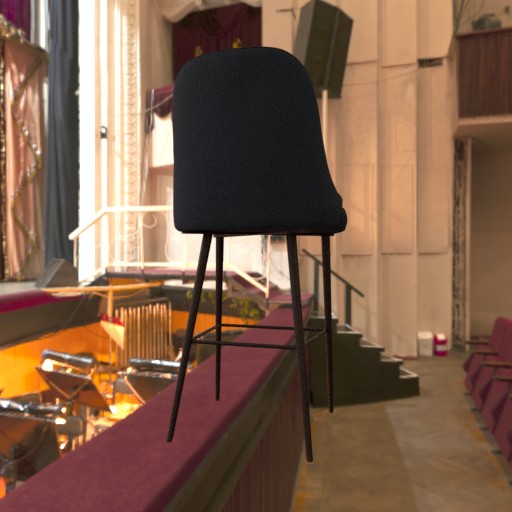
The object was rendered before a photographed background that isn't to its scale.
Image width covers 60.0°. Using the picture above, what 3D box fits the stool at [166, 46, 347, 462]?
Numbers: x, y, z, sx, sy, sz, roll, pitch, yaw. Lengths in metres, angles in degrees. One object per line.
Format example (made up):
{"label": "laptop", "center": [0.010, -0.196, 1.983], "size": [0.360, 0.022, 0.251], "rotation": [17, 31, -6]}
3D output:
{"label": "stool", "center": [0.000, 0.000, 1.388], "size": [0.527, 1.079, 0.489], "rotation": [0, 0, 17]}
